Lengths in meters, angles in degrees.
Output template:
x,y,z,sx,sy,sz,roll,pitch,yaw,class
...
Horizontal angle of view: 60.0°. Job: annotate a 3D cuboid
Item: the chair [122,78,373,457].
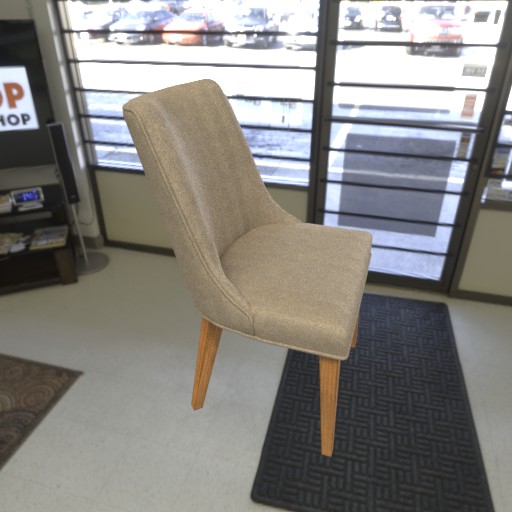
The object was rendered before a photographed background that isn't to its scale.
x,y,z,sx,sy,sz,roll,pitch,yaw,class
0.000,0.000,1.310,0.636,0.916,0.548,10,31,16,chair
